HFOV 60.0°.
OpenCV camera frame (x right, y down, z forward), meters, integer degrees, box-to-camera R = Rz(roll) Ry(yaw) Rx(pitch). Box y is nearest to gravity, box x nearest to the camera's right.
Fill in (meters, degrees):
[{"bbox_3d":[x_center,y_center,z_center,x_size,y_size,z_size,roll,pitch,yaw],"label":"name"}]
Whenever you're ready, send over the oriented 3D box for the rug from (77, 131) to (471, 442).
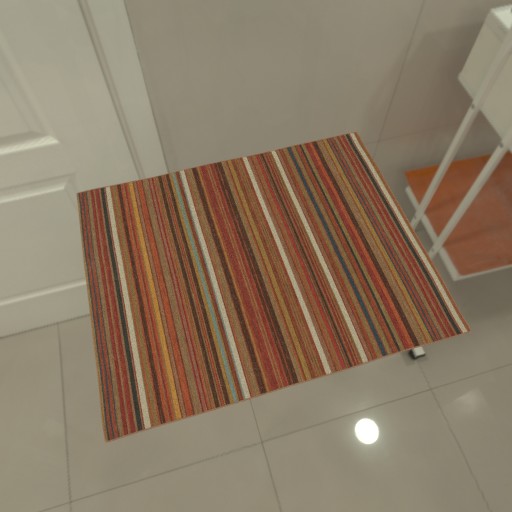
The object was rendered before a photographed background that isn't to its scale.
[{"bbox_3d":[0.000,0.000,4.127,3.092,0.023,2.479,-14,60,-8],"label":"rug"}]
